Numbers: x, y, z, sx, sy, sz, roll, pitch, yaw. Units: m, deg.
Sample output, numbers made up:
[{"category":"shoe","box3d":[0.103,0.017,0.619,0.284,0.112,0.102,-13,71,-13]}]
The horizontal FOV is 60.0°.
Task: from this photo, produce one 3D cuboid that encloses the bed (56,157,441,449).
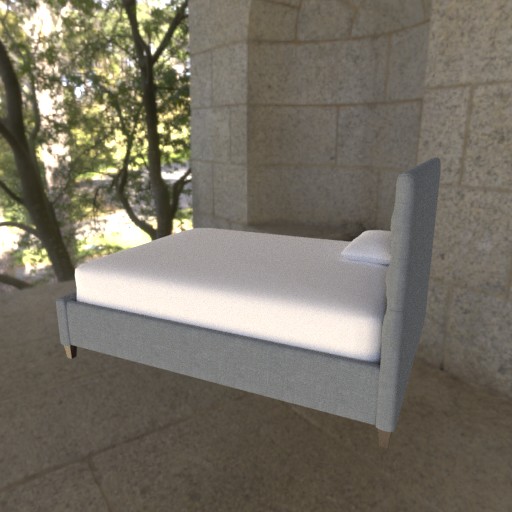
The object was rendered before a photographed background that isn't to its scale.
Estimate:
[{"category":"bed","box3d":[0.000,0.000,3.293,2.335,1.411,1.698,7,16,24]}]
